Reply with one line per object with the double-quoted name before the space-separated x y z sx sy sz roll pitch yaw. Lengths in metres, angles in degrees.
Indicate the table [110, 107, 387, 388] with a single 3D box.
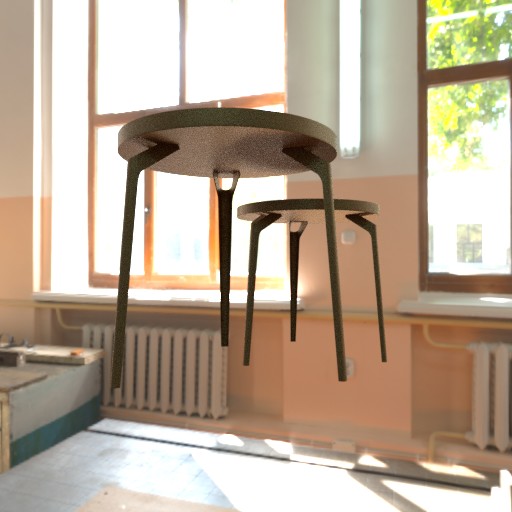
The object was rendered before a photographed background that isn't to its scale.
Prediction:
"table" 0.000 0.000 1.149 0.751 0.555 0.532 1 -1 -36
